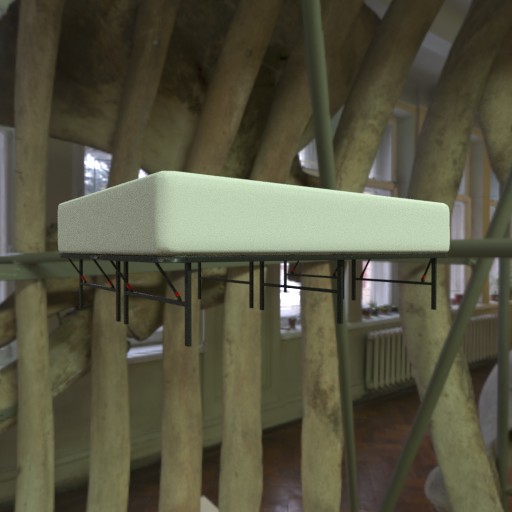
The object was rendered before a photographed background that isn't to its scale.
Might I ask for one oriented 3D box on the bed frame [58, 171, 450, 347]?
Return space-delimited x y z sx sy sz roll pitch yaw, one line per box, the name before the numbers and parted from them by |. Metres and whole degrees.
bed frame | 0.000 0.000 2.833 2.037 0.677 1.528 -1 1 -37
